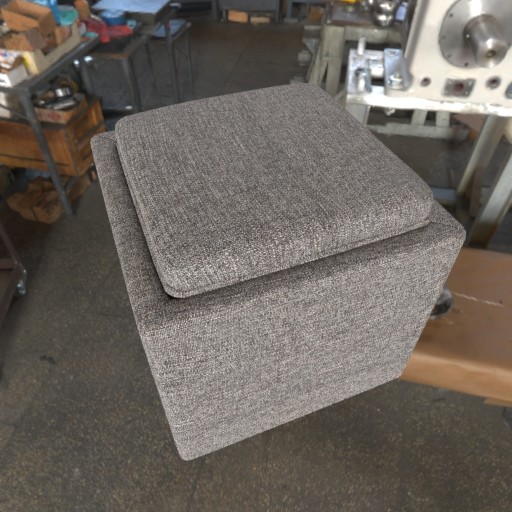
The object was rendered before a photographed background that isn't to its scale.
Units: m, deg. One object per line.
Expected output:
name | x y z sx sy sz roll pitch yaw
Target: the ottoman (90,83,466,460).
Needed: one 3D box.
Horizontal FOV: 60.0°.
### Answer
ottoman | 0.000 0.000 0.804 0.450 0.460 0.450 -16 48 -15
